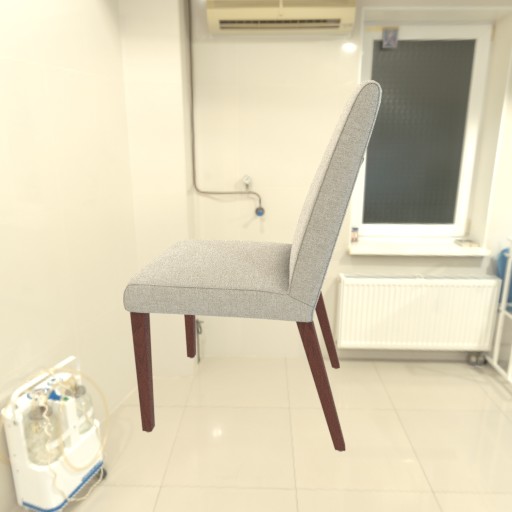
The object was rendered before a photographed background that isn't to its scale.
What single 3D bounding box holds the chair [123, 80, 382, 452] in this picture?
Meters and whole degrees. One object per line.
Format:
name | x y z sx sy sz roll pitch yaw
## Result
chair | 0.000 0.000 1.252 0.594 0.900 0.480 2 16 8
